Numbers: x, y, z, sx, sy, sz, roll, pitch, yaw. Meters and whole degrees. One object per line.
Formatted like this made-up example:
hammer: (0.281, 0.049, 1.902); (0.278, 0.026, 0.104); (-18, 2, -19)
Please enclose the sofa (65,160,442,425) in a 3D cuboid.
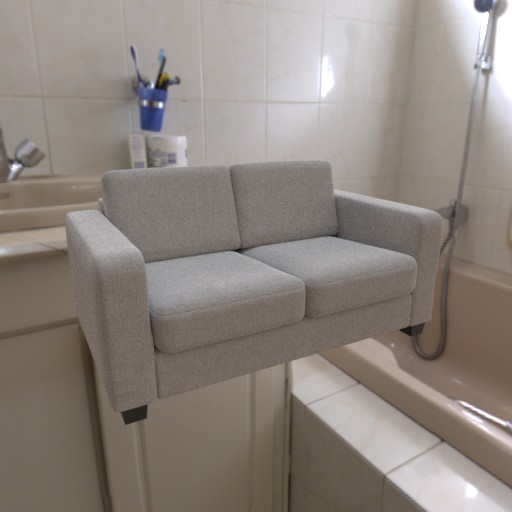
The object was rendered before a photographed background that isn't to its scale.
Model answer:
sofa: (0.000, 0.000, 2.061); (1.540, 0.800, 0.900); (-9, 19, -27)
